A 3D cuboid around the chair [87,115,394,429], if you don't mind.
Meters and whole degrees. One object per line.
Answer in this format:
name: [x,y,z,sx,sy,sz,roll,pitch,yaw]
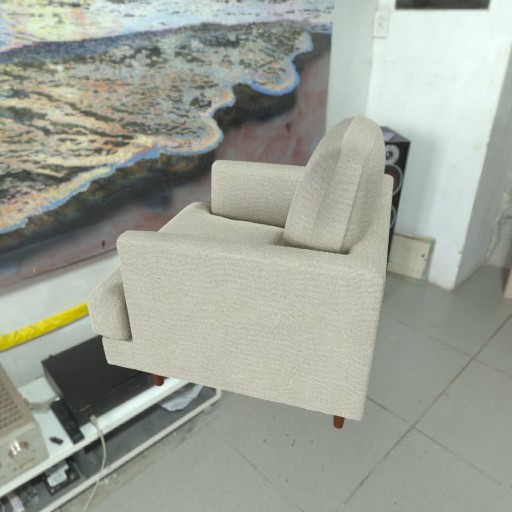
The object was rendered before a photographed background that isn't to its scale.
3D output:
chair: [0.000,0.000,1.630,0.899,0.957,0.858,8,30,15]
